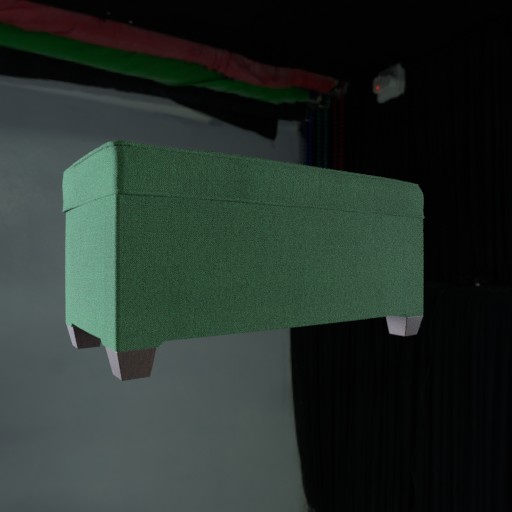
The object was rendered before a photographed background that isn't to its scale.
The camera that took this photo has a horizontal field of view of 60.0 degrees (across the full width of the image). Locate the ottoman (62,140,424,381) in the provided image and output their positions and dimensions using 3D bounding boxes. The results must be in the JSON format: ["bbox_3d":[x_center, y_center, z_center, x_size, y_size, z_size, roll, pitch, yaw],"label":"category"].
[{"bbox_3d":[0.000,0.000,1.248,0.957,0.471,0.483,0,0,-34],"label":"ottoman"}]
